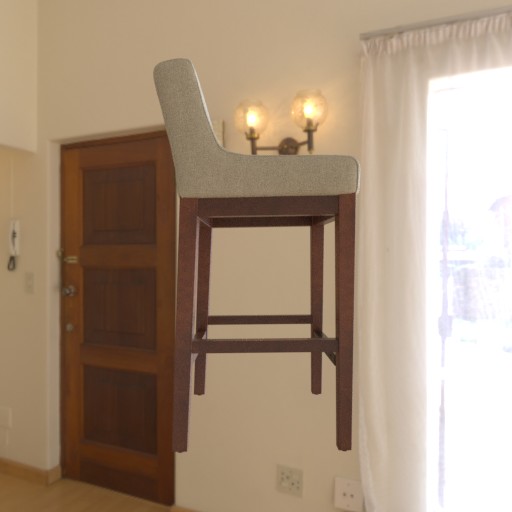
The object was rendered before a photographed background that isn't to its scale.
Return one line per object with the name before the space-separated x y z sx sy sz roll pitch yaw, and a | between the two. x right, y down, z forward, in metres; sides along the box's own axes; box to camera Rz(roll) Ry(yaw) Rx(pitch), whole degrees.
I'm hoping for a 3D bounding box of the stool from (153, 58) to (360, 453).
stool | 0.000 0.000 1.279 0.500 0.937 0.511 0 0 -1
